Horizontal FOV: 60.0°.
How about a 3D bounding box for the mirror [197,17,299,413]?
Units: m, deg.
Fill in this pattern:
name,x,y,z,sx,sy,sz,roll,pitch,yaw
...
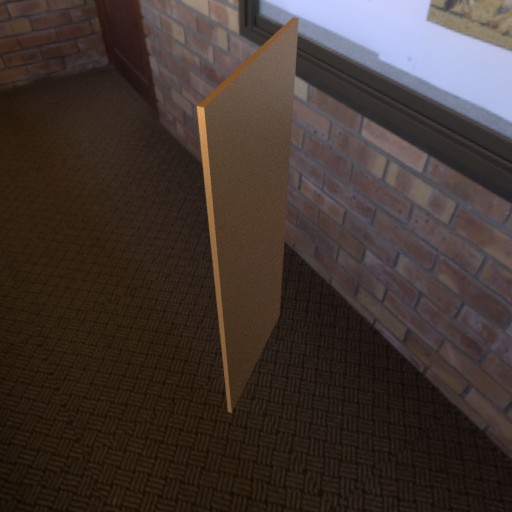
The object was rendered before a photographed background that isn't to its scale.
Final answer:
name,x,y,z,sx,sy,sz,roll,pitch,yaw
mirror,0.000,0.000,2.284,0.025,2.031,0.812,17,49,16
